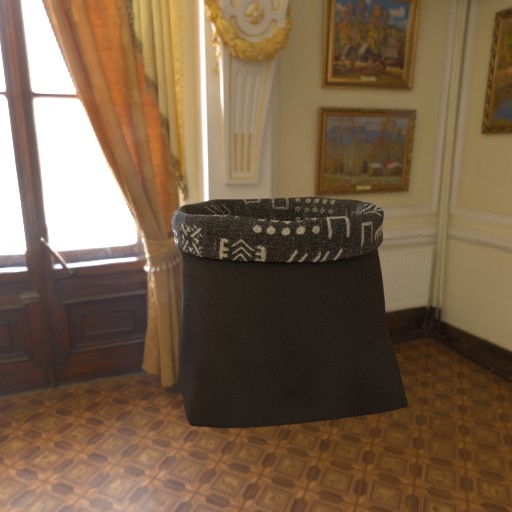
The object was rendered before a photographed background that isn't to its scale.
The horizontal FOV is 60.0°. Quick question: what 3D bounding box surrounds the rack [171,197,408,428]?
[{"bbox_3d":[0.000,0.000,1.072,0.379,0.323,0.905,-2,14,-9],"label":"rack"}]
